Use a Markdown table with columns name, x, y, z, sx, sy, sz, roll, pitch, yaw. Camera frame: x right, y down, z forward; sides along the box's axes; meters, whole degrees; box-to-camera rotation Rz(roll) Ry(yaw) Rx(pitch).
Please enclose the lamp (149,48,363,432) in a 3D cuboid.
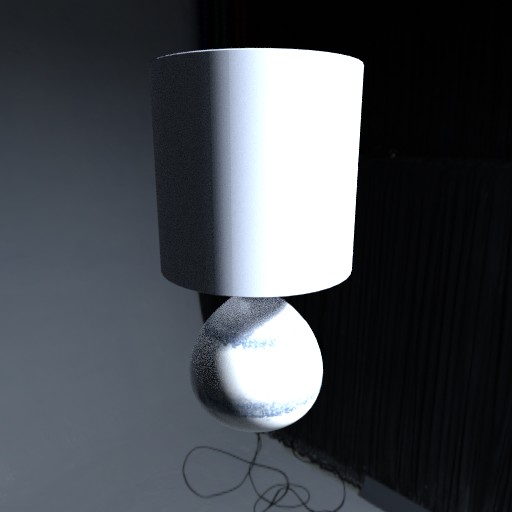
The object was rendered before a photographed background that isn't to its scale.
| name | x | y | z | sx | sy | sz | roll | pitch | yaw |
| --- | --- | --- | --- | --- | --- | --- | --- | --- | --- |
| lamp | 0.000 | 0.000 | 0.512 | 0.216 | 0.404 | 0.216 | 15 | 21 | 43 |
